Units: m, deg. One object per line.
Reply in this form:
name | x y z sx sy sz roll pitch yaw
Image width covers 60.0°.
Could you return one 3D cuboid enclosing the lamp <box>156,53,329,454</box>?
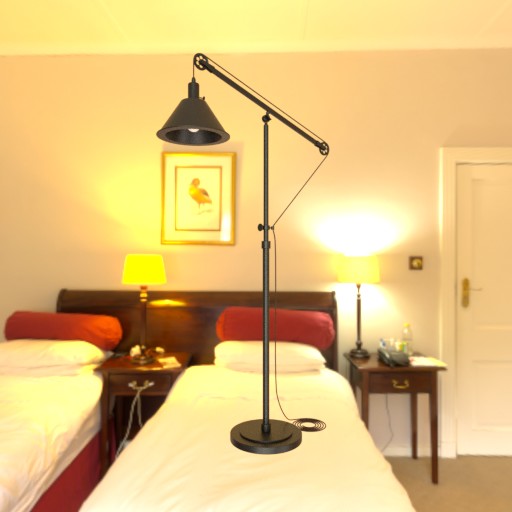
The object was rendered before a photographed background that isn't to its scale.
lamp | 0.000 0.000 1.939 0.904 1.626 0.319 0 0 -36
